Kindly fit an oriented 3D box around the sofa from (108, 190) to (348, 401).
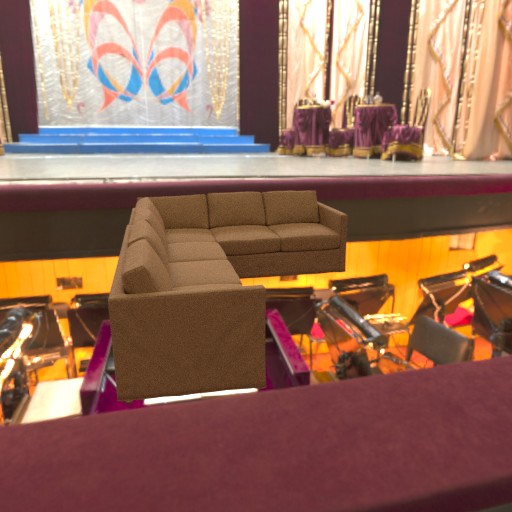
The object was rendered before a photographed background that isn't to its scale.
[{"bbox_3d":[0.000,0.000,4.294,2.432,0.871,3.182,-4,16,-12],"label":"sofa"}]
